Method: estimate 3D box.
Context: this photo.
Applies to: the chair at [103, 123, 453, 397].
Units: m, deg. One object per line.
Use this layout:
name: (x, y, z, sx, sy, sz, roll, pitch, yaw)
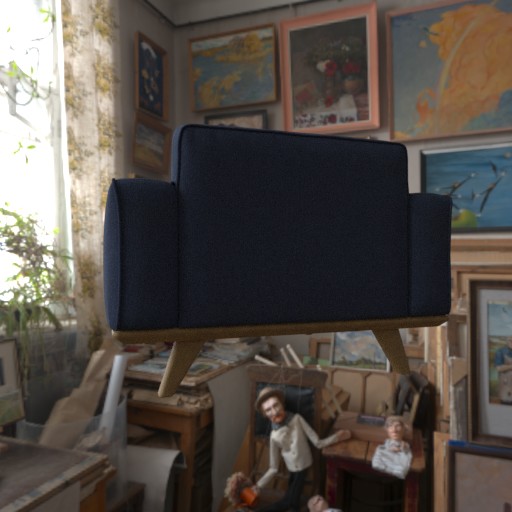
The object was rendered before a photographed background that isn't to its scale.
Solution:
chair: (0.000, 0.000, 1.733, 1.118, 0.783, 0.953, 0, 0, -17)
